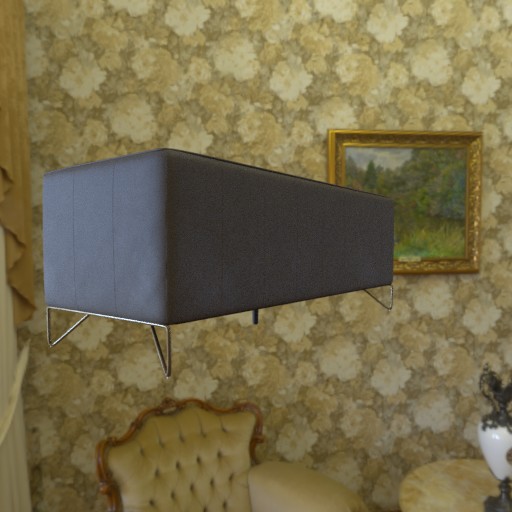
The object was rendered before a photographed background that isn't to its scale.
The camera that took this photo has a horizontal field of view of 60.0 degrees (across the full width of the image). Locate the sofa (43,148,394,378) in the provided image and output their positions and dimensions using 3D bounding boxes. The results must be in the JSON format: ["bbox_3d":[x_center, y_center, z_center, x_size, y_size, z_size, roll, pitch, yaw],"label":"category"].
[{"bbox_3d":[0.000,0.000,2.545,0.867,0.789,2.087,1,2,38],"label":"sofa"}]
